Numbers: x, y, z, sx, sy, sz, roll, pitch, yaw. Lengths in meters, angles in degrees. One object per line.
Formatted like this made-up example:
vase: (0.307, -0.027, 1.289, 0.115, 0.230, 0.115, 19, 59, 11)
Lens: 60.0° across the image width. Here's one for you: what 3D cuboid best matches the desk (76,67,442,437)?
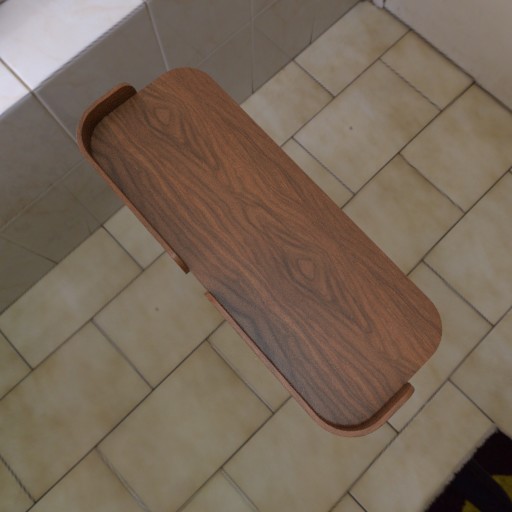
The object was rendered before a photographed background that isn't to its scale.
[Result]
desk: (0.000, 0.000, 1.671, 0.486, 0.800, 1.256, -41, 80, -9)
